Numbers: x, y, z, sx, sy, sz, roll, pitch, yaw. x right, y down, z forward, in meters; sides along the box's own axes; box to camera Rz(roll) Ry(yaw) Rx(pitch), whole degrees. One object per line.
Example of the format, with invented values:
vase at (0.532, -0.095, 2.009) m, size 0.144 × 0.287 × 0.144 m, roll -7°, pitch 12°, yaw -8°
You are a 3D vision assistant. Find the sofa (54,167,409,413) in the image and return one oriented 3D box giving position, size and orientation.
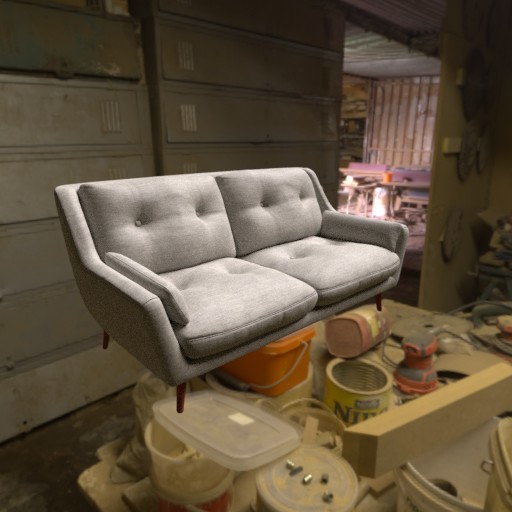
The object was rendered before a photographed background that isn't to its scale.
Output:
sofa at (0.000, 0.000, 2.501) m, size 1.930 × 0.897 × 0.976 m, roll -14°, pitch 21°, yaw -42°
